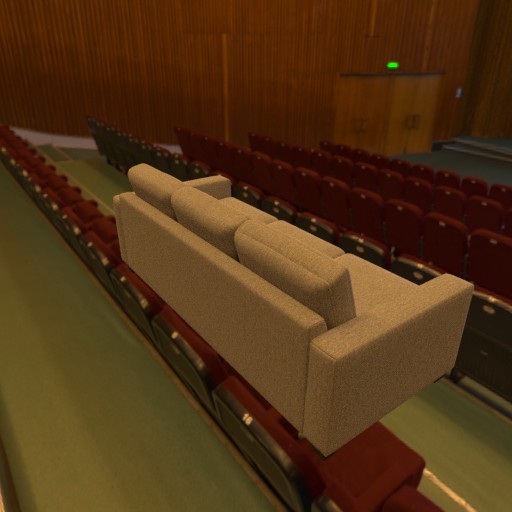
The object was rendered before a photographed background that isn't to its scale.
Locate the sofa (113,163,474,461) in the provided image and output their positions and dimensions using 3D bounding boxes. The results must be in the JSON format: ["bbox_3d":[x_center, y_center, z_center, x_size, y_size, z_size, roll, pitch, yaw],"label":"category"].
[{"bbox_3d":[0.000,0.000,2.566,0.900,0.800,2.120,-18,32,-32],"label":"sofa"}]
